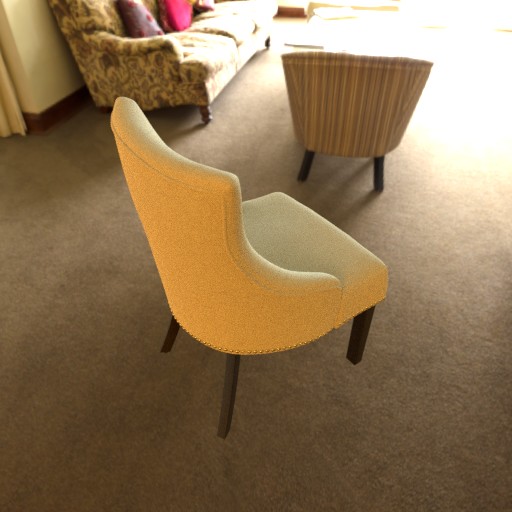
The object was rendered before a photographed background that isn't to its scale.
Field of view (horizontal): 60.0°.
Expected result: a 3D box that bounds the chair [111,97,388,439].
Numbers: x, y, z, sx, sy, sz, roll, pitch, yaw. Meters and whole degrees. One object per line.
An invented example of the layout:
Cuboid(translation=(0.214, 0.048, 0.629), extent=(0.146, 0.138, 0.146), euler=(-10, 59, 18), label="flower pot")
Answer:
Cuboid(translation=(0.000, 0.000, 1.321), extent=(0.629, 0.909, 0.566), euler=(-25, 46, -27), label="chair")
